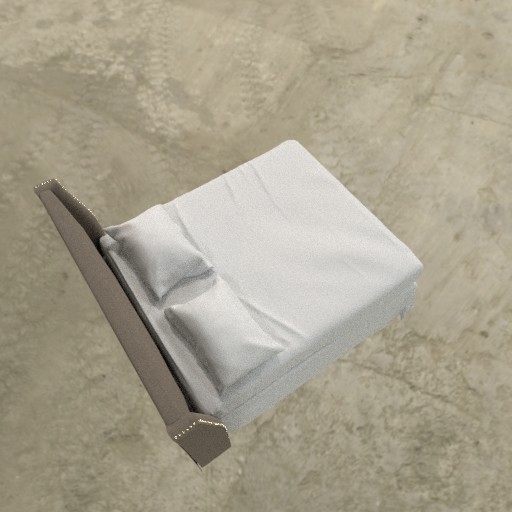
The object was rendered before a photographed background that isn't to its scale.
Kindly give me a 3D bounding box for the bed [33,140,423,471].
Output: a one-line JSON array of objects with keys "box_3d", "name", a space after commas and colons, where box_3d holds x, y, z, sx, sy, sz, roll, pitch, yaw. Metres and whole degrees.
[{"box_3d": [0.000, 0.000, 3.375, 2.276, 1.332, 1.925, -31, 64, -17], "name": "bed"}]
